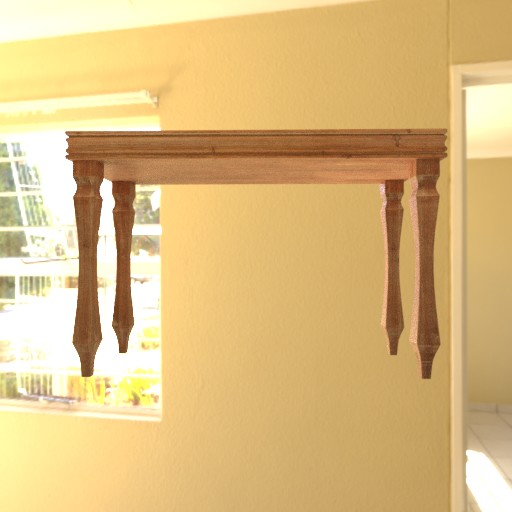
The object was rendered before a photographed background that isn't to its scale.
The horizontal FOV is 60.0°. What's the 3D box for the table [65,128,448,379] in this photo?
[{"bbox_3d":[0.000,0.000,1.795,1.330,0.873,0.522,0,-1,1],"label":"table"}]
